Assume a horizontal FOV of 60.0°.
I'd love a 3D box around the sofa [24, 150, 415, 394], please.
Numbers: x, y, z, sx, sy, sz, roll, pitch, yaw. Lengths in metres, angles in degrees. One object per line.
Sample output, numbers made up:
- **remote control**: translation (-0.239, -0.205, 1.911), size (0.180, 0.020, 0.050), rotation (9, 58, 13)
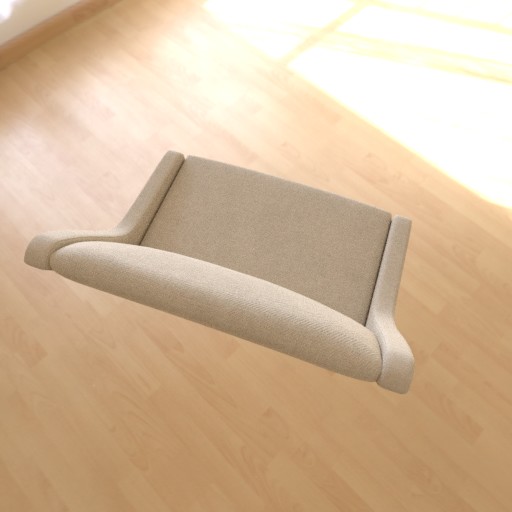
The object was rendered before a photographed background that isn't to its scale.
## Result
- **sofa**: translation (0.000, 0.000, 1.885), size (1.212, 0.976, 0.946), rotation (18, 65, 9)
